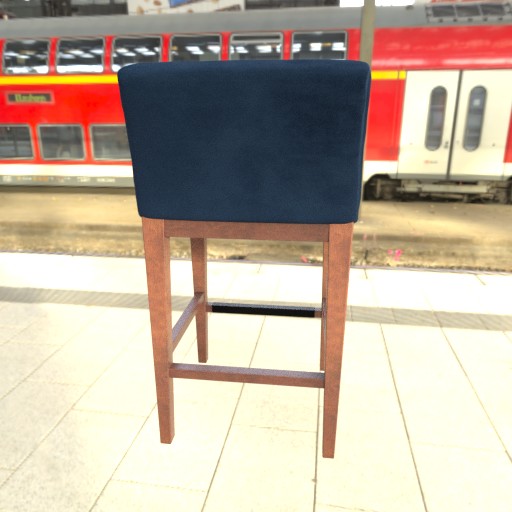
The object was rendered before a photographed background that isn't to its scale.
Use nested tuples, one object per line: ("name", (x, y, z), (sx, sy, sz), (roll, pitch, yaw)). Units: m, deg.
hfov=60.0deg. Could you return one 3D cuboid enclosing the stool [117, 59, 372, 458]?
("stool", (0.000, 0.000, 1.218), (0.511, 0.945, 0.516), (2, 17, 7))
